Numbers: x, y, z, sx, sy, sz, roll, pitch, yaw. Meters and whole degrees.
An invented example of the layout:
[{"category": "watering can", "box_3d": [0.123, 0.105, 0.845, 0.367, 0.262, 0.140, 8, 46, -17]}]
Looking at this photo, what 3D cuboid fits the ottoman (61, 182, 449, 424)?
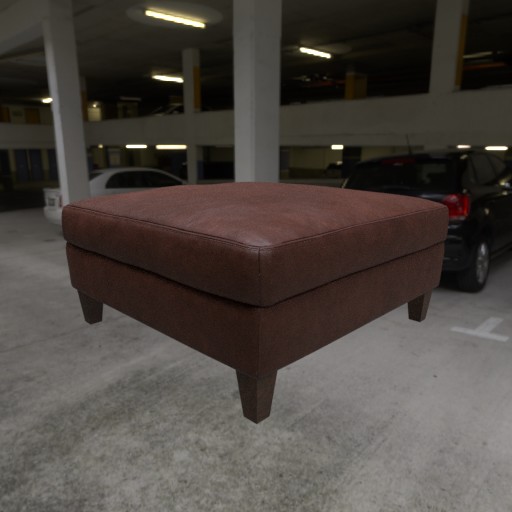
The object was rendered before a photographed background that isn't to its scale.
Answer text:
[{"category": "ottoman", "box_3d": [0.000, 0.000, 1.334, 0.836, 0.415, 0.844, 13, 19, 43]}]
